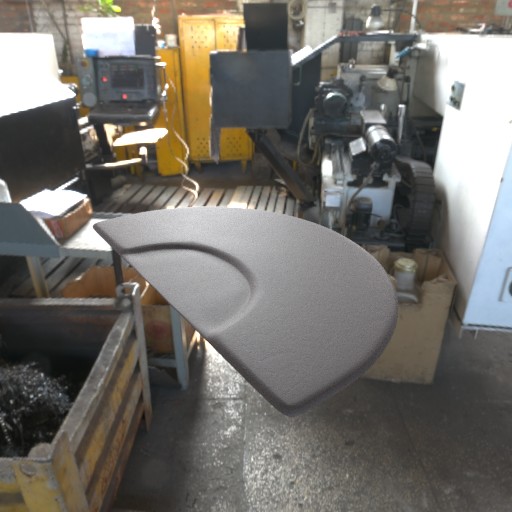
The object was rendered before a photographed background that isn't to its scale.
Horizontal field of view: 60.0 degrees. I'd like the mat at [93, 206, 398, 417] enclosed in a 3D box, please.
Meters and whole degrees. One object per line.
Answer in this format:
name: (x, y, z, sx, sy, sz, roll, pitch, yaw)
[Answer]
mat: (0.000, 0.000, 1.873, 0.917, 0.022, 1.525, -18, 32, -32)
